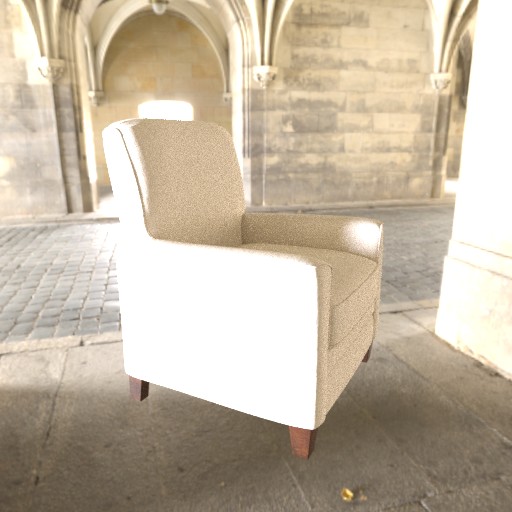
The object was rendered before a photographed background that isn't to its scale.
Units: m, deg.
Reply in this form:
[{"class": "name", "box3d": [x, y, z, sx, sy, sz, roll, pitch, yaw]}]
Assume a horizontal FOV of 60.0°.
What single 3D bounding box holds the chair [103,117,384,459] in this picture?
[{"class": "chair", "box3d": [0.000, 0.000, 1.714, 0.858, 1.028, 0.841, 7, 16, 27]}]
